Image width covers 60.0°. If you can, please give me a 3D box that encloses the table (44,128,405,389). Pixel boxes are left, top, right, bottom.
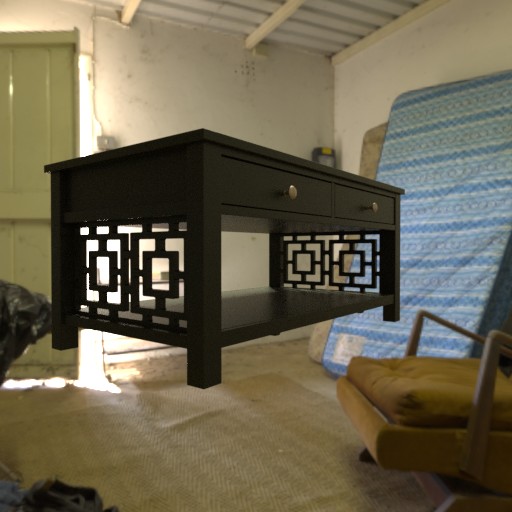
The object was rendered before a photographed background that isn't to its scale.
[{"bbox_3d":[0.000,0.000,1.426,0.612,0.493,1.068,1,1,38],"label":"table"}]
